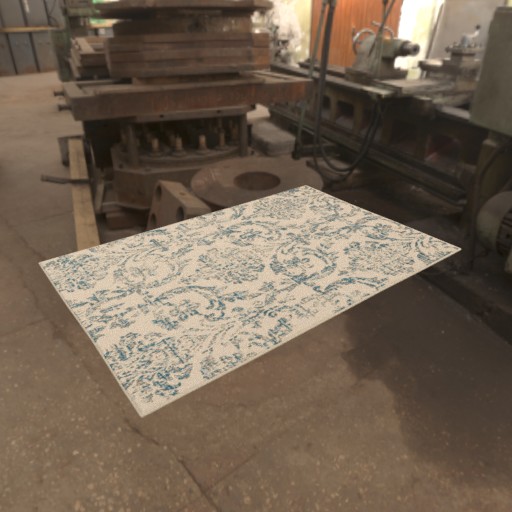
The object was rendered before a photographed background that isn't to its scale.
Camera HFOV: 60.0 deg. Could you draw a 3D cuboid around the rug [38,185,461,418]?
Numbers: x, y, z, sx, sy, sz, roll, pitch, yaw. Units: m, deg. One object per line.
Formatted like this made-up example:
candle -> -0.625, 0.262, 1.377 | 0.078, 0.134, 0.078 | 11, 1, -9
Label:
rug -> 0.000, 0.000, 2.293 | 1.831, 0.012, 1.213 | -20, 35, -32
